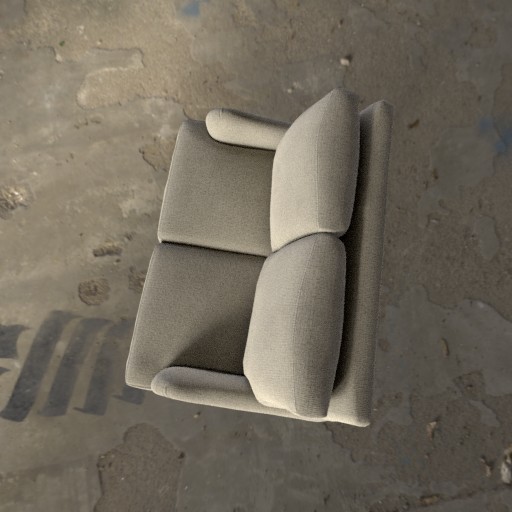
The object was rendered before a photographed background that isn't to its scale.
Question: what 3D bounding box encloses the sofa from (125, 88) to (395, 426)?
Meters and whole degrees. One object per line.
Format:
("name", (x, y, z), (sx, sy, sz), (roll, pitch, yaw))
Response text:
("sofa", (0.000, 0.000, 2.255), (1.087, 0.999, 1.480), (8, 74, 2))
